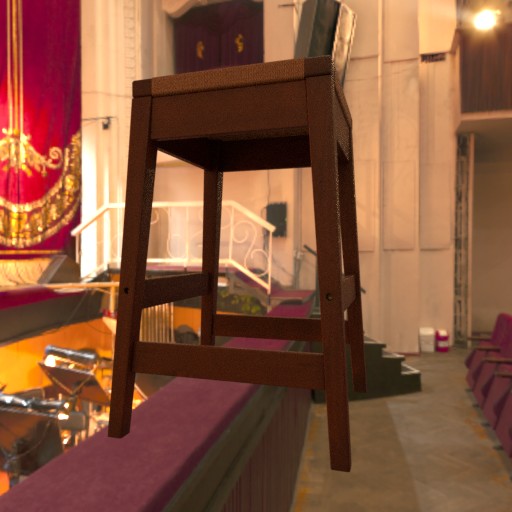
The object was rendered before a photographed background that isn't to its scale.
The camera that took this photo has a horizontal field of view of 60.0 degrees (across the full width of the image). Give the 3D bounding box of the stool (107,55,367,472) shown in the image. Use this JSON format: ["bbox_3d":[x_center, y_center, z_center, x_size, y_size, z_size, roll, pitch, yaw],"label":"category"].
[{"bbox_3d":[0.000,0.000,1.096,0.507,0.762,0.497,0,1,17],"label":"stool"}]
